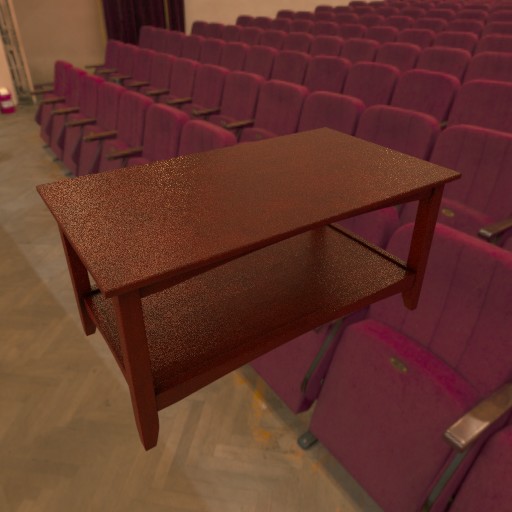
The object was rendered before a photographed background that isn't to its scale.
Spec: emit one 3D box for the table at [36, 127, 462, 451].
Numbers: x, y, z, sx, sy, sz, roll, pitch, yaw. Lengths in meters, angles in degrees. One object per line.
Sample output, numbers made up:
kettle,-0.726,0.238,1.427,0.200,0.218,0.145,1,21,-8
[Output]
table,0.000,0.000,1.239,0.943,0.456,0.533,-19,36,-28
